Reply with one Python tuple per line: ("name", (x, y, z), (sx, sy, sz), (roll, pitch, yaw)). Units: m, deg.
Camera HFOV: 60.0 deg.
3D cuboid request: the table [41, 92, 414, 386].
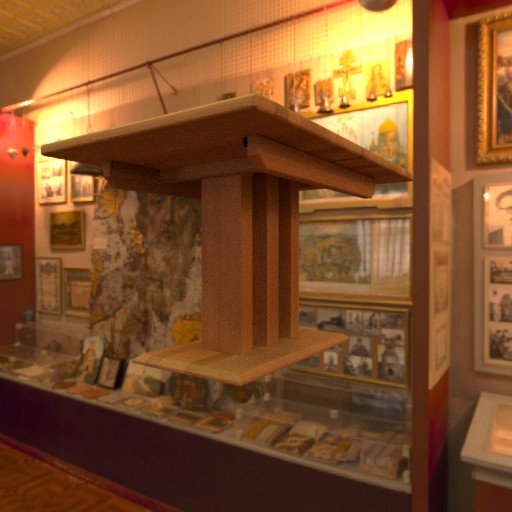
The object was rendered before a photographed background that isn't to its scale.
("table", (0.000, 0.000, 1.797), (0.900, 0.770, 1.300), (1, 1, 35))
